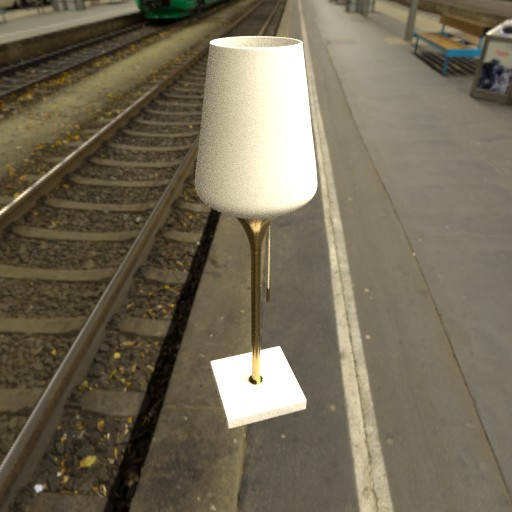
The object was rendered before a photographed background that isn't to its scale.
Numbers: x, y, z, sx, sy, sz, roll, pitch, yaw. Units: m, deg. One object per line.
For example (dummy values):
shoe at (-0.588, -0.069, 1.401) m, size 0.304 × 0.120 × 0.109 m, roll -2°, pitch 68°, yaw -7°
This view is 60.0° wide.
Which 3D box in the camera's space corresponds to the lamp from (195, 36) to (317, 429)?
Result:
lamp at (0.000, 0.000, 0.729) m, size 0.181 × 0.639 × 0.181 m, roll -9°, pitch 34°, yaw -14°
